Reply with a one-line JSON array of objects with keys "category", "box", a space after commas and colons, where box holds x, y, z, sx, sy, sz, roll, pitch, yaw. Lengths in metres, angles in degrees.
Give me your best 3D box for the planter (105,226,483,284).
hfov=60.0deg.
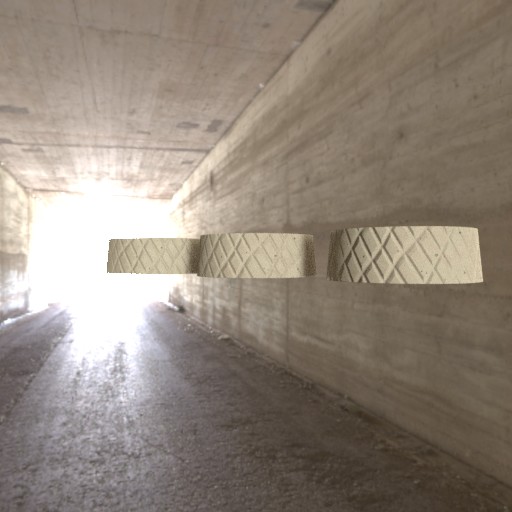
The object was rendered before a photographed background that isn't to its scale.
[{"category": "planter", "box": [0.000, 0.000, 0.424, 0.390, 0.038, 0.114, 0, 0, 36]}]
